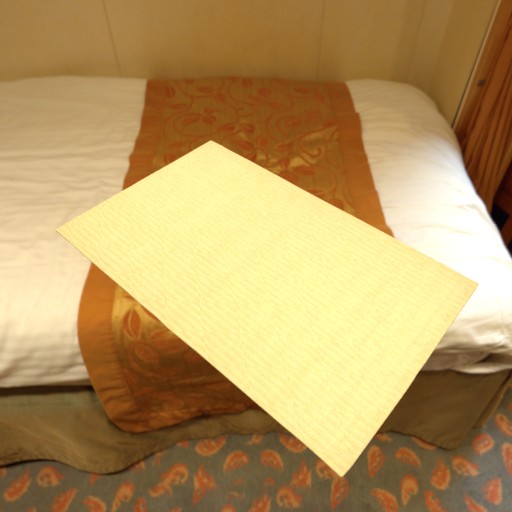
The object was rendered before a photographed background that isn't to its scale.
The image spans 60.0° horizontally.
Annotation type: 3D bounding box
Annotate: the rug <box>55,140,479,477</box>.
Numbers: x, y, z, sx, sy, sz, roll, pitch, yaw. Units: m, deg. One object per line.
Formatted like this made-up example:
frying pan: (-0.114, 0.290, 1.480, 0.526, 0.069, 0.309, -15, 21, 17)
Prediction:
rug: (0.000, 0.000, 2.955, 2.441, 0.014, 1.531, 33, 56, 27)
